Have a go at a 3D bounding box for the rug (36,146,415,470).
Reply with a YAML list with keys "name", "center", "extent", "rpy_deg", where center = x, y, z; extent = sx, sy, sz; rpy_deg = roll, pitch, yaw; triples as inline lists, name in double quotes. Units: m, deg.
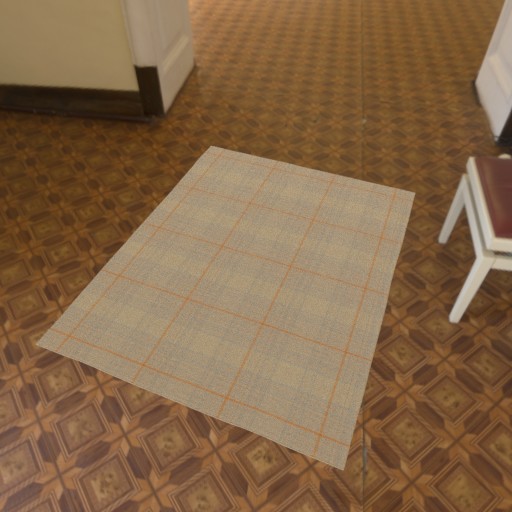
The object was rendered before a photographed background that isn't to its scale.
- name: "rug"
  center: [0.000, 0.000, 4.088]
  extent: [2.448, 0.021, 3.051]
  rpy_deg: [16, 48, 15]
